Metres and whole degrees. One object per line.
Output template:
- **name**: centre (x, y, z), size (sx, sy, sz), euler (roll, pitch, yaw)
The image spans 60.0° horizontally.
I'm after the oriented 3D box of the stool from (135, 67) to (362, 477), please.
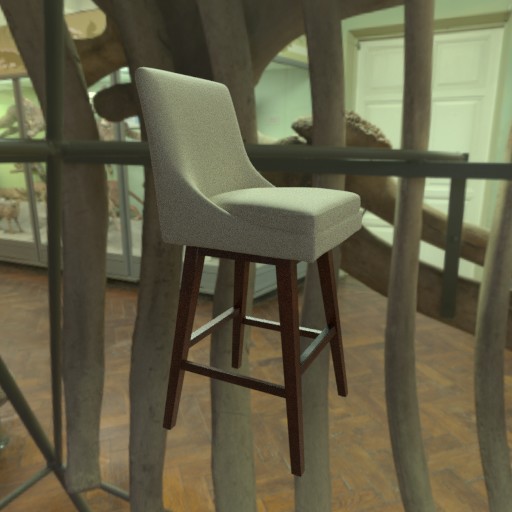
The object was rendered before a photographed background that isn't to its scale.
- **stool**: centre (0.000, 0.000, 1.398), size (0.559, 1.097, 0.470), euler (7, 16, 26)
